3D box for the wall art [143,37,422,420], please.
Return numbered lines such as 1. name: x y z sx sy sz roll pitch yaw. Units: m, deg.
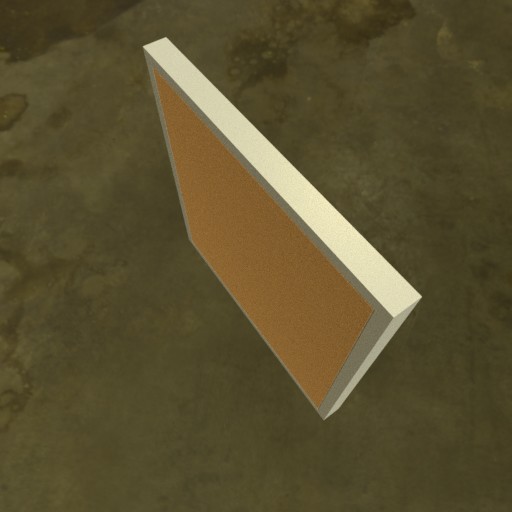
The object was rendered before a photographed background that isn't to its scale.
1. wall art: 0.000 0.000 0.747 0.038 0.506 0.506 -31 64 -17
